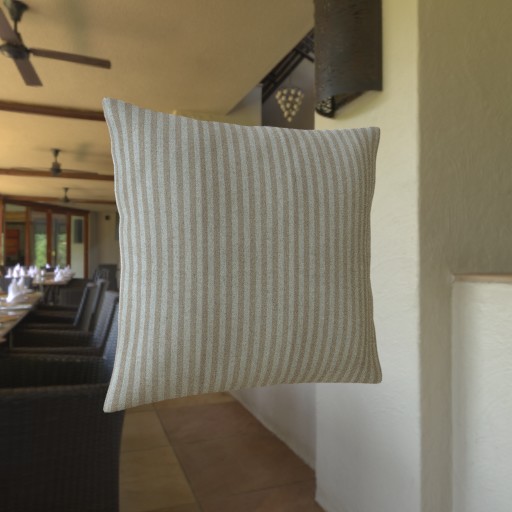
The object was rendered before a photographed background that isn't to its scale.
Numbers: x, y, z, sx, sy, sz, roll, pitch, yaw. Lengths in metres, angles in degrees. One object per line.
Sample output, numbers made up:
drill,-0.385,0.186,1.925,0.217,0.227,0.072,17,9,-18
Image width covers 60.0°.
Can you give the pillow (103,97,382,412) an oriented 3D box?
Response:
pillow,0.000,0.000,0.797,0.523,0.510,0.166,0,-1,-18
